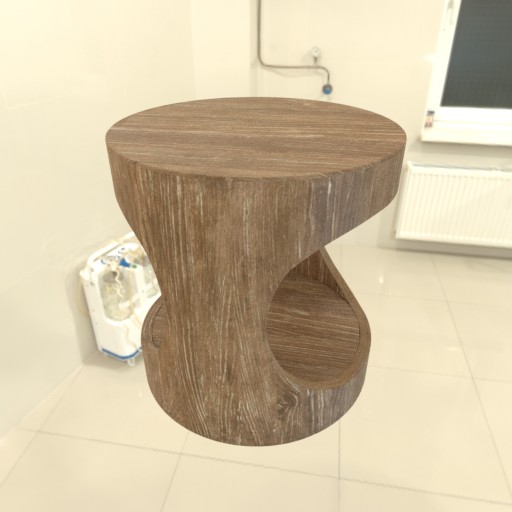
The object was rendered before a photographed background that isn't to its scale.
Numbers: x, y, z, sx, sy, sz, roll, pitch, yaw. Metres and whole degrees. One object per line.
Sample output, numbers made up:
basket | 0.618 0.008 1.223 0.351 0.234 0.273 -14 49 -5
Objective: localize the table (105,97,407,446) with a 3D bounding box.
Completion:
table | 0.000 0.000 0.947 0.527 0.551 0.527 0 31 0
